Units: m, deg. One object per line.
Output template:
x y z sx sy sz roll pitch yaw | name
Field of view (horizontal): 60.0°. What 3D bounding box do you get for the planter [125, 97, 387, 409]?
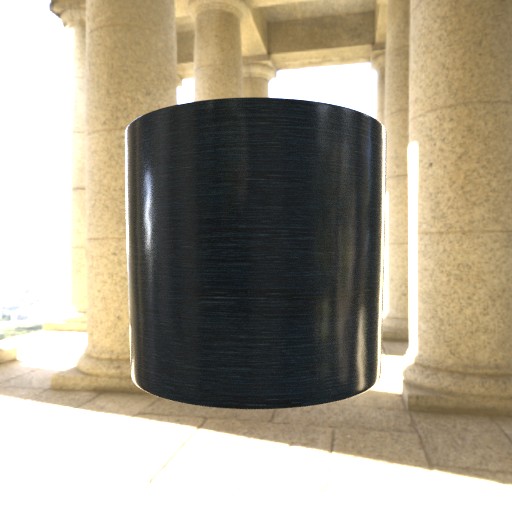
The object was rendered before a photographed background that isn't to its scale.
0.000 0.000 0.391 0.221 0.201 0.221 0 0 0 | planter
